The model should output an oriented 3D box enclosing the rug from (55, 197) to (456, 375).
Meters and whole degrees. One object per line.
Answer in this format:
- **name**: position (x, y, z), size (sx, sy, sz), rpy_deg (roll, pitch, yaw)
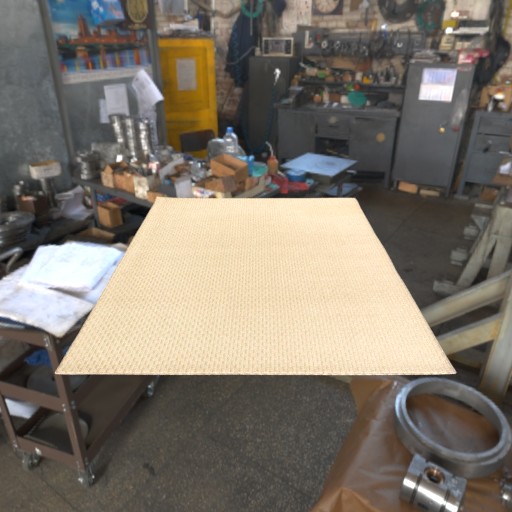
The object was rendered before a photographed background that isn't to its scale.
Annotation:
- **rug**: position (0.000, 0.000, 3.786), size (2.277, 0.035, 2.897), rpy_deg (0, 27, 0)
